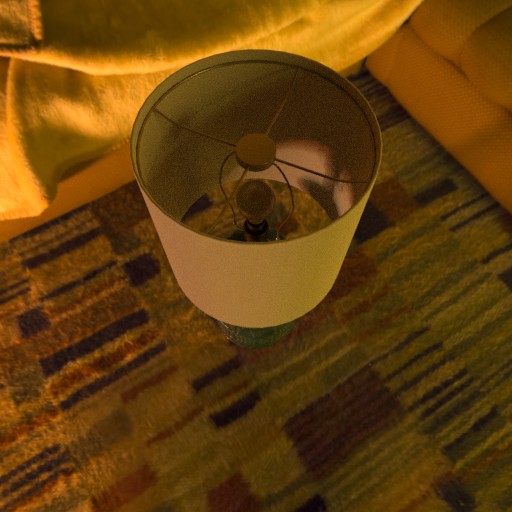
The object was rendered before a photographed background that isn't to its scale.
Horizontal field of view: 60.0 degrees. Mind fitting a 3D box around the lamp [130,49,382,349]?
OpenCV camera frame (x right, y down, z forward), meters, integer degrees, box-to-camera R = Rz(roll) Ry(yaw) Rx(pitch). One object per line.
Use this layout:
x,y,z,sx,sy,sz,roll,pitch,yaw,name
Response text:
0.000,0.000,0.576,0.211,0.455,0.211,34,68,16,lamp
